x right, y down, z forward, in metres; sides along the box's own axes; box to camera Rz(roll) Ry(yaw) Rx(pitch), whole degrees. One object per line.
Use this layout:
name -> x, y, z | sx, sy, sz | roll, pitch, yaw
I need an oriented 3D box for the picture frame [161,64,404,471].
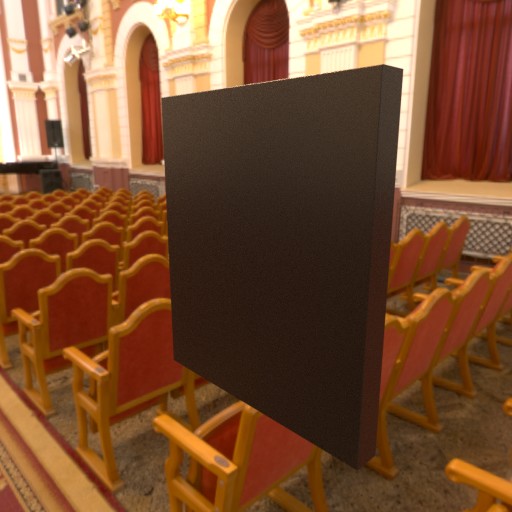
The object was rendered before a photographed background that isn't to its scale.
picture frame -> 0.000, 0.000, 0.524 | 0.034, 0.378, 0.328 | -13, 18, -42
